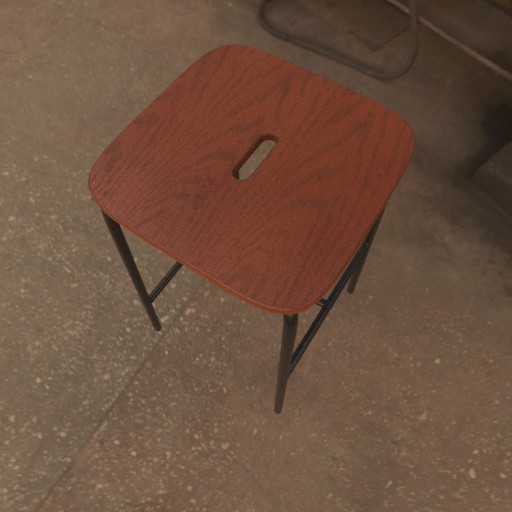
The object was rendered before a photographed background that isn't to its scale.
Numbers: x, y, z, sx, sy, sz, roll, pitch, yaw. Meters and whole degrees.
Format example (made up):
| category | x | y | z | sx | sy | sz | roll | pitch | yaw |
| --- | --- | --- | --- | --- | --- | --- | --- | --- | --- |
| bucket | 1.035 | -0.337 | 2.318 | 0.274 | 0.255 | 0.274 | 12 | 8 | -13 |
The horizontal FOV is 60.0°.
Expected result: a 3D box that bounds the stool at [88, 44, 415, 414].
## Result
| category | x | y | z | sx | sy | sz | roll | pitch | yaw |
| --- | --- | --- | --- | --- | --- | --- | --- | --- | --- |
| stool | 0.000 | 0.000 | 0.868 | 0.376 | 0.610 | 0.376 | 31 | 67 | 14 |
